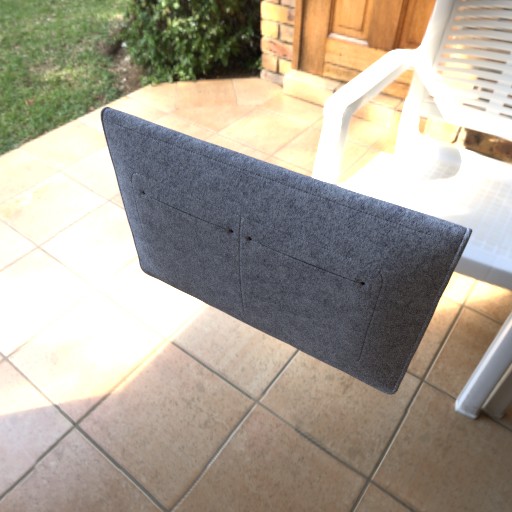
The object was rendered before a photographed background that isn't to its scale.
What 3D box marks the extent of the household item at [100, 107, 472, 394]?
[{"bbox_3d":[0.000,0.000,0.434,0.335,0.221,0.057,23,50,21],"label":"household item"}]
